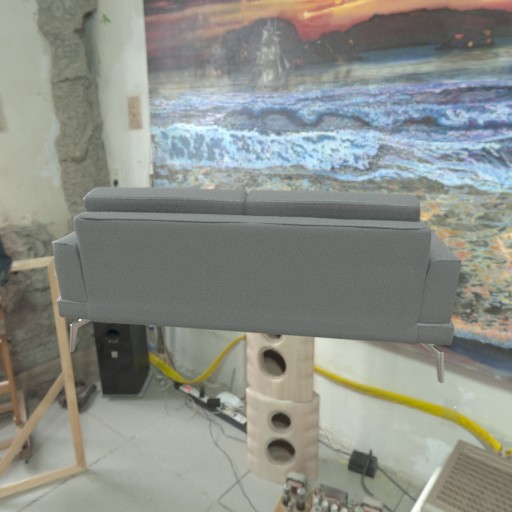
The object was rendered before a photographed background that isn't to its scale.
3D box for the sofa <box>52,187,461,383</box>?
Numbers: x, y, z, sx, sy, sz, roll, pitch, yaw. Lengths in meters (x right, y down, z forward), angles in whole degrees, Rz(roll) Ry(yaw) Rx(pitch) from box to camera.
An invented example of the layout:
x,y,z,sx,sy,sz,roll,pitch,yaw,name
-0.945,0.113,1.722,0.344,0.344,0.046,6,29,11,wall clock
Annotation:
x,y,z,sx,sy,sz,roll,pitch,yaw,name
0.000,0.000,2.780,2.177,0.930,1.121,3,17,9,sofa
